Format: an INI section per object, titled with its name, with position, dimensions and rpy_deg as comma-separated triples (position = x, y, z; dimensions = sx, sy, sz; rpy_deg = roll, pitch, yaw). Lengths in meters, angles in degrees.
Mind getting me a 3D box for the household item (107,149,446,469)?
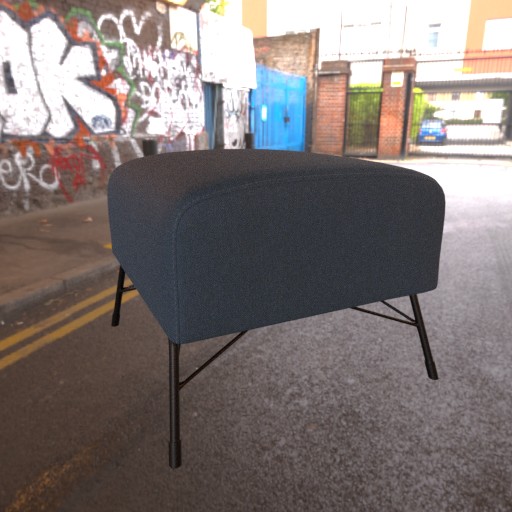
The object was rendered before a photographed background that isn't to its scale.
[household item]
position = 0.000, 0.000, 0.906
dimensions = 0.530, 0.420, 0.530
rpy_deg = -8, 19, -25
